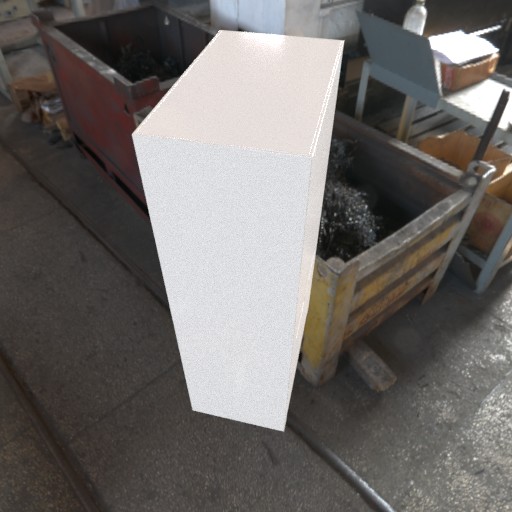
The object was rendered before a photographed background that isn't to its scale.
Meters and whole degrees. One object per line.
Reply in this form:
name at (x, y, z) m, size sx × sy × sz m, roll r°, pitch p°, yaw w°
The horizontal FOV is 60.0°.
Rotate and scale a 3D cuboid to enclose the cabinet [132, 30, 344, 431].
cabinet at (0.000, 0.000, 2.380) m, size 0.580 × 1.920 × 0.980 m, roll 10°, pitch 46°, yaw 9°
